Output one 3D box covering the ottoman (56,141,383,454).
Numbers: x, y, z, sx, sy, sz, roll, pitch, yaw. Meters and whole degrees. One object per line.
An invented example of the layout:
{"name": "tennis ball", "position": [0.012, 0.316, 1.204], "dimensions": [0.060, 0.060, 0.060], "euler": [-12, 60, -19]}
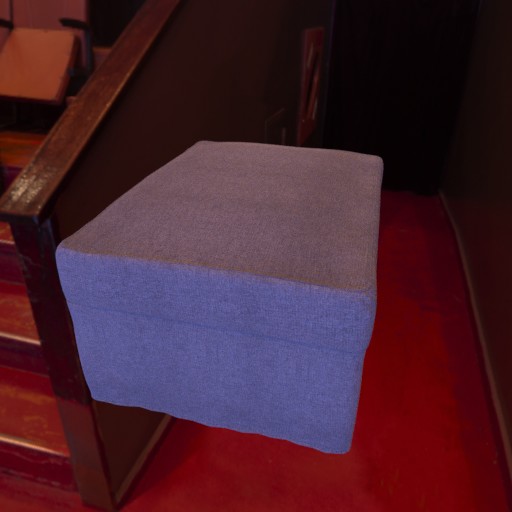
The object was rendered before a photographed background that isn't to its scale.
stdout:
{"name": "ottoman", "position": [0.000, 0.000, 1.251], "dimensions": [0.652, 0.492, 0.833], "euler": [8, 31, 13]}
